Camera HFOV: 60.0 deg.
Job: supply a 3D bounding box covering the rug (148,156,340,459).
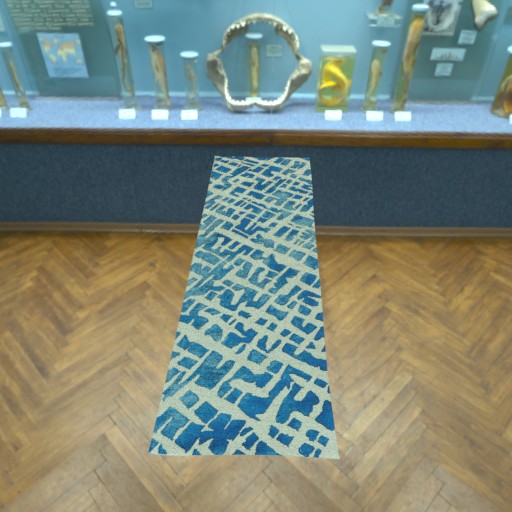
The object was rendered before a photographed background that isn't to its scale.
[{"bbox_3d":[0.000,0.000,2.683,0.768,0.011,2.446,2,41,2],"label":"rug"}]
